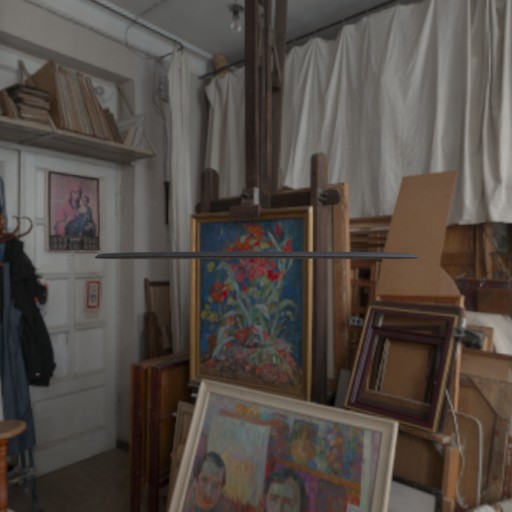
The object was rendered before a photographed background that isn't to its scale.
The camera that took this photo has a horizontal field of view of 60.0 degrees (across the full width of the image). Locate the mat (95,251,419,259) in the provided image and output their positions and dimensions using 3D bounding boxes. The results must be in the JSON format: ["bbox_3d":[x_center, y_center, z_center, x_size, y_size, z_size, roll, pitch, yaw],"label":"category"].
[{"bbox_3d":[0.000,0.000,1.920,1.525,0.022,0.917,0,-1,1],"label":"mat"}]
